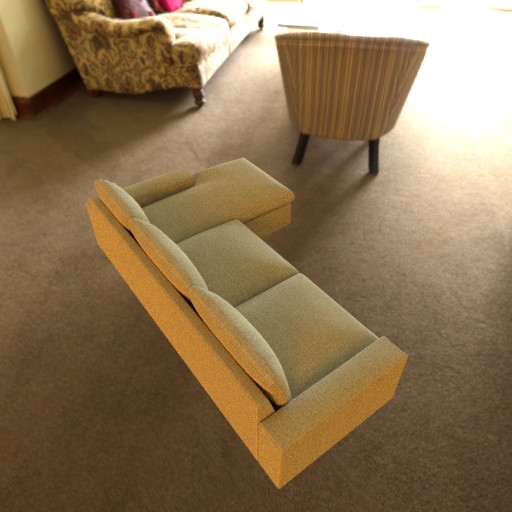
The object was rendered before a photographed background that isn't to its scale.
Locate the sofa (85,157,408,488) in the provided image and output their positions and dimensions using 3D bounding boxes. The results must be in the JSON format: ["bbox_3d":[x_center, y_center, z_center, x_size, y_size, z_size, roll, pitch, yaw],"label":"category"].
[{"bbox_3d":[0.000,0.000,3.474,1.689,0.813,2.718,-26,48,-26],"label":"sofa"}]
